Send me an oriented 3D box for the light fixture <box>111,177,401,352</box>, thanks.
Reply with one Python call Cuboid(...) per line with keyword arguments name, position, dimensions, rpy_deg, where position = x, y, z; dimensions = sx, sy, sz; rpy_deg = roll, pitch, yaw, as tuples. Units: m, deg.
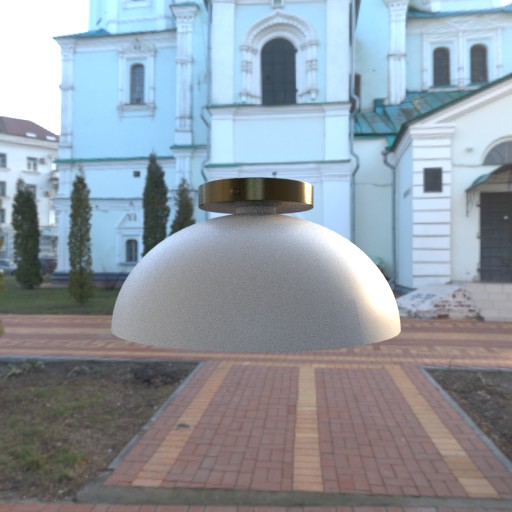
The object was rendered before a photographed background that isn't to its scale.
Cuboid(name="light fixture", position=(0.000, 0.000, 0.573), dimensions=(0.355, 0.177, 0.355), rpy_deg=(0, -1, 0))
